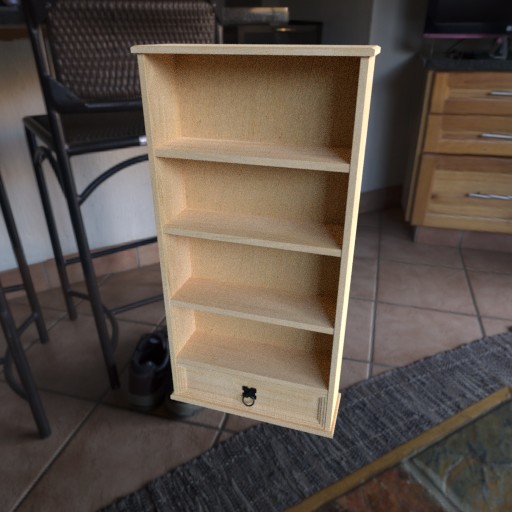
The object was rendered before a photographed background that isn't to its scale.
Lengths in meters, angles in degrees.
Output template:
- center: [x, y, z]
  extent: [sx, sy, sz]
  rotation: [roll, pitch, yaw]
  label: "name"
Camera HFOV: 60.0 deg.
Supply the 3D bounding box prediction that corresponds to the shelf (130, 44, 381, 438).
- center: [0.000, 0.000, 1.201]
  extent: [0.520, 1.030, 0.175]
  rotation: [8, 28, 16]
  label: "shelf"
